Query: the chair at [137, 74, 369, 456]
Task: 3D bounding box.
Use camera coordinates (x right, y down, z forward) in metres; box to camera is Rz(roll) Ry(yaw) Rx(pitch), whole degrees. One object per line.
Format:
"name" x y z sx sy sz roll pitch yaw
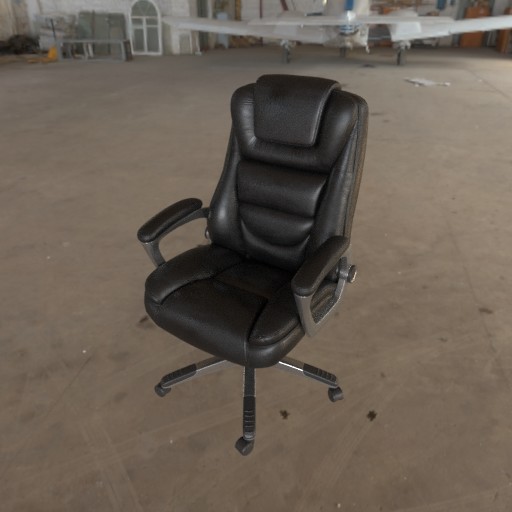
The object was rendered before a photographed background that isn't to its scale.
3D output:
"chair" 0.000 0.000 1.494 0.697 1.075 0.689 17 34 28
